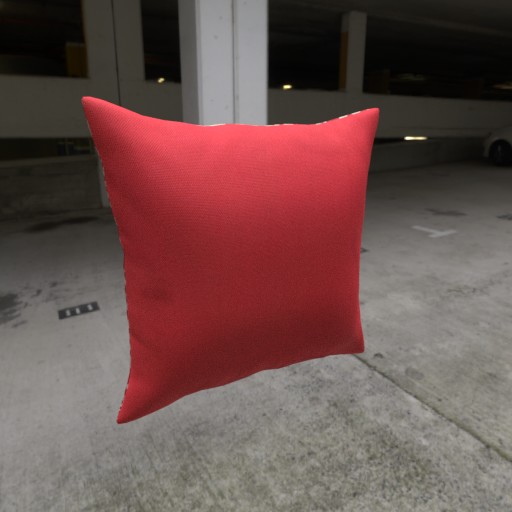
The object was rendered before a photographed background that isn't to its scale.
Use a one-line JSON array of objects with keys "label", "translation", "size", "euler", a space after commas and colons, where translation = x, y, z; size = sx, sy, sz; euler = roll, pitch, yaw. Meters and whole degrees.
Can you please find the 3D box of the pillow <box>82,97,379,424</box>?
[{"label": "pillow", "translation": [0.000, 0.000, 0.773], "size": [0.522, 0.507, 0.192], "euler": [-8, 17, -26]}]
